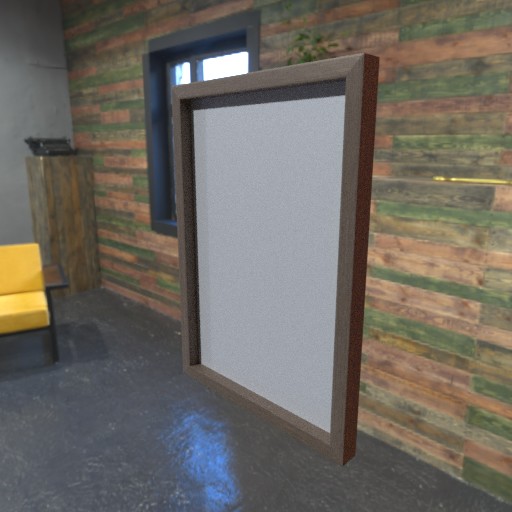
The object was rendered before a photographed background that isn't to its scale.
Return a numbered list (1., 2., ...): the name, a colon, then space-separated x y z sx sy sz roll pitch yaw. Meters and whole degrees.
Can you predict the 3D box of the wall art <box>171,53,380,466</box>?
1. wall art: 0.000 0.000 0.664 0.032 0.510 0.358 -13 19 -43
